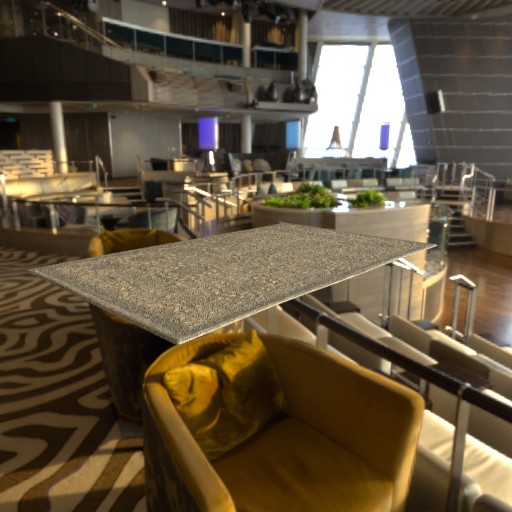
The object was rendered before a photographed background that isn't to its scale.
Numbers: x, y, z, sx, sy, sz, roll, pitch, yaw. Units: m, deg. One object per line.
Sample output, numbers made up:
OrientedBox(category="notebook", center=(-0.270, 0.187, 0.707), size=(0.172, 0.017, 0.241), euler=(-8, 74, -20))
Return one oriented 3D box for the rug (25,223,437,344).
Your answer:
OrientedBox(category="rug", center=(0.000, 0.000, 3.072), size=(1.535, 0.022, 2.498), euler=(12, 18, 42))
